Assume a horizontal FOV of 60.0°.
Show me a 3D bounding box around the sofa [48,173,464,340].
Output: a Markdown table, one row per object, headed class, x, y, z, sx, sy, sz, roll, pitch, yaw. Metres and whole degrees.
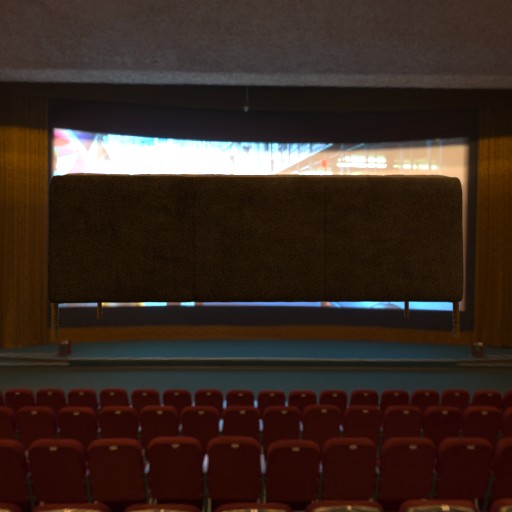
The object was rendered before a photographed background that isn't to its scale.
| class | x | y | z | sx | sy | sz | roll | pitch | yaw |
| --- | --- | --- | --- | --- | --- | --- | --- | --- | --- |
| sofa | 0.000 | 0.000 | 2.457 | 1.980 | 0.780 | 0.876 | 0 | 0 | -2 |
